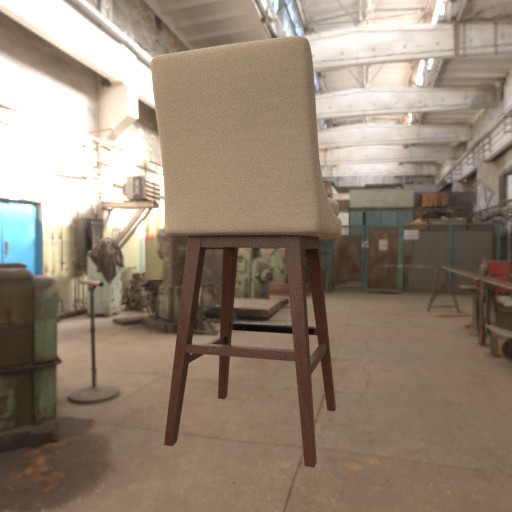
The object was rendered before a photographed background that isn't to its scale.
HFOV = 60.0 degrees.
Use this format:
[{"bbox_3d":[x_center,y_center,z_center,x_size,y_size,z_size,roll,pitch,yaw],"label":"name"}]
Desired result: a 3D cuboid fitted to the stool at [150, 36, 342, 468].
[{"bbox_3d":[0.000,0.000,1.390,0.483,1.093,0.559,0,1,17],"label":"stool"}]
